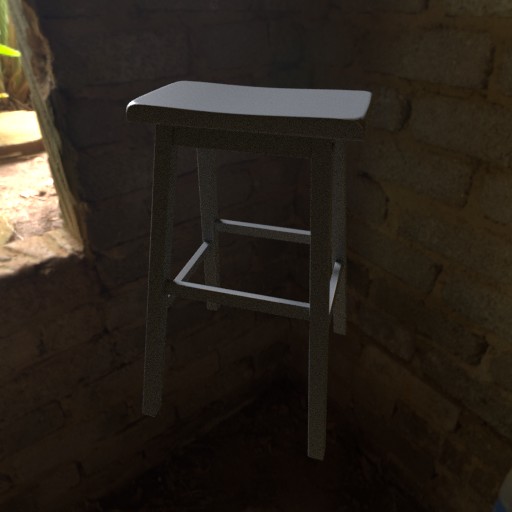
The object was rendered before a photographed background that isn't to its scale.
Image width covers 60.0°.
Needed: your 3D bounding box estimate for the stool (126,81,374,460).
[{"bbox_3d":[0.000,0.000,1.067,0.457,0.737,0.476,9,33,14],"label":"stool"}]
